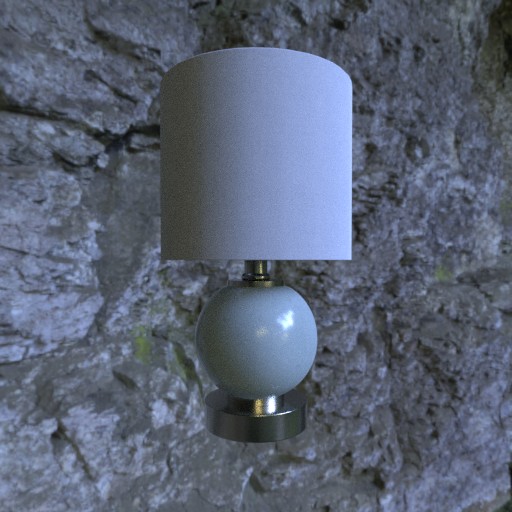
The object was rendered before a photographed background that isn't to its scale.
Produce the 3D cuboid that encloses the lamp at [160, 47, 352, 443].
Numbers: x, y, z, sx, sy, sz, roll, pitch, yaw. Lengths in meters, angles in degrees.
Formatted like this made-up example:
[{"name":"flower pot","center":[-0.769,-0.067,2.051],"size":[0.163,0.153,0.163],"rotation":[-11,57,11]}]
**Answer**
[{"name":"lamp","center":[0.000,0.000,0.473],"size":[0.201,0.353,0.201],"rotation":[0,-1,-37]}]
